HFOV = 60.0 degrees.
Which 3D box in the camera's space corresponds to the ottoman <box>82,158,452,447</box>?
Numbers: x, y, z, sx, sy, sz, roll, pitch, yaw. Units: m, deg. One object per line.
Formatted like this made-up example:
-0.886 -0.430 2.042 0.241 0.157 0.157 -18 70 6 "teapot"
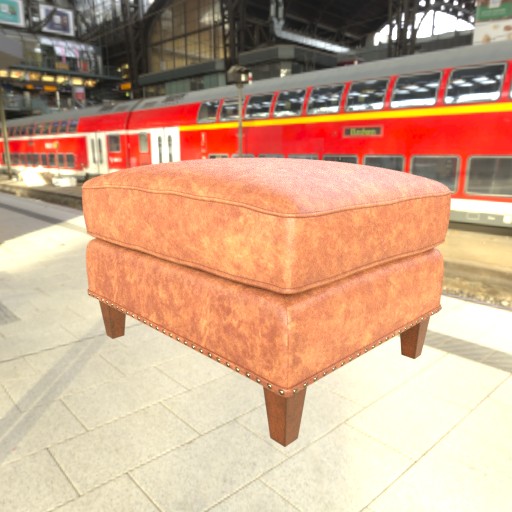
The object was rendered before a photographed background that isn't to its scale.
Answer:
0.000 0.000 1.123 0.586 0.486 0.742 -13 19 -43 "ottoman"
